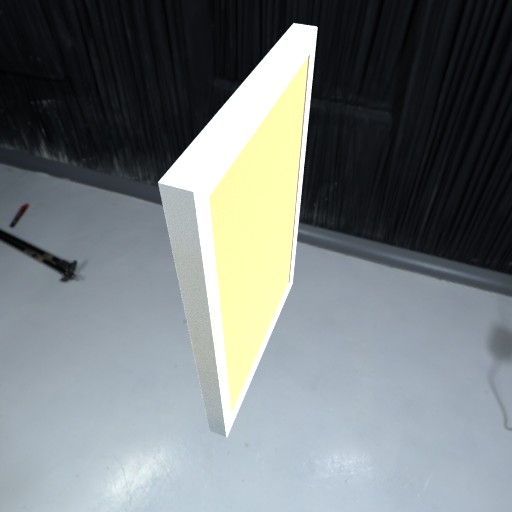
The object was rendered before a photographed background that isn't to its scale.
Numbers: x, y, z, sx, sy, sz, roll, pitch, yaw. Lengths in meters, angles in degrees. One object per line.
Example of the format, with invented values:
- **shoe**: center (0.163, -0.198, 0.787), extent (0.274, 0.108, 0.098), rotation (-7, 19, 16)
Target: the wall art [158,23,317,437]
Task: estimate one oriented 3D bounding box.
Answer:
- **wall art**: center (0.000, 0.000, 0.763), extent (0.038, 0.611, 0.408), rotation (16, 50, 14)
